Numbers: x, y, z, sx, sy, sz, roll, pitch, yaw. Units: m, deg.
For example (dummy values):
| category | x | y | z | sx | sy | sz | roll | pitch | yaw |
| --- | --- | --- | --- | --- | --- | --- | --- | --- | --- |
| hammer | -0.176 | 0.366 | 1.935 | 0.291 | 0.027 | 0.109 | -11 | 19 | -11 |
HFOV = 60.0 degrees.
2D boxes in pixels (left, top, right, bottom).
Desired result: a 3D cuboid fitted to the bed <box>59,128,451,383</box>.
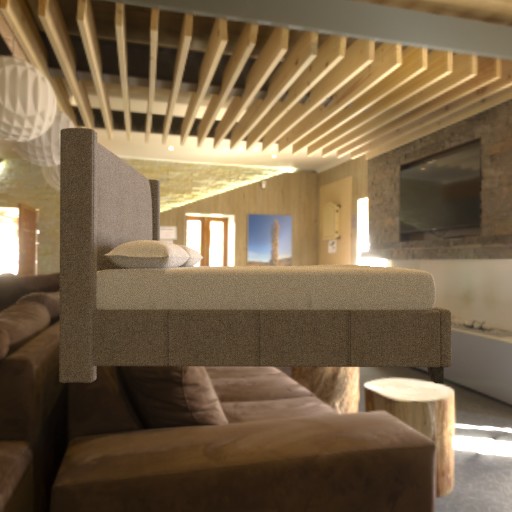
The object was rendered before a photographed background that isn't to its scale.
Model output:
| category | x | y | z | sx | sy | sz | roll | pitch | yaw |
| --- | --- | --- | --- | --- | --- | --- | --- | --- | --- |
| bed | 0.000 | 0.000 | 3.382 | 2.245 | 1.476 | 1.714 | 0 | -1 | 1 |
